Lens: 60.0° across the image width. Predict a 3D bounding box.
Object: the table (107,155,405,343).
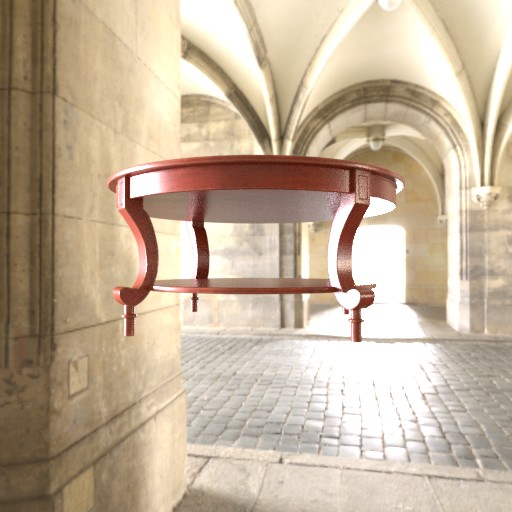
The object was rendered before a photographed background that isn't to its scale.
[{"bbox_3d":[0.000,0.000,1.605,1.029,0.486,1.029,0,-1,0],"label":"table"}]
